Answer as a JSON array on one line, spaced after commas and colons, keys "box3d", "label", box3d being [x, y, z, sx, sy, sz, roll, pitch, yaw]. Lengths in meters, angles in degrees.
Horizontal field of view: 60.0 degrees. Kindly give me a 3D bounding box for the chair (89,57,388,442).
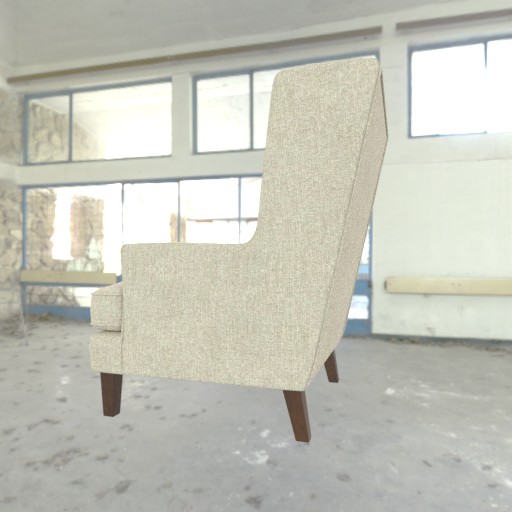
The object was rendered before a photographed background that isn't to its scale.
[{"box3d": [0.000, 0.000, 1.685, 0.948, 1.082, 0.764, 0, 0, 18], "label": "chair"}]
